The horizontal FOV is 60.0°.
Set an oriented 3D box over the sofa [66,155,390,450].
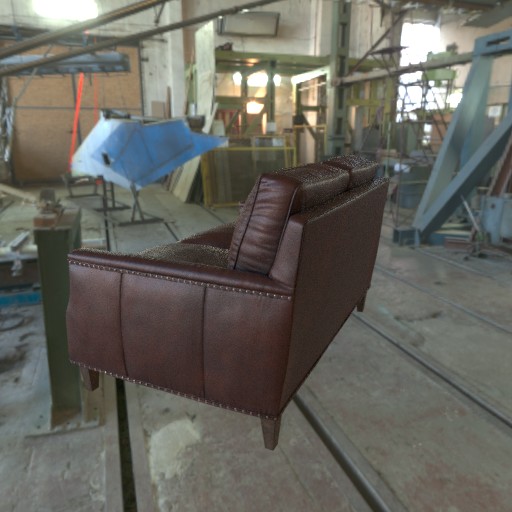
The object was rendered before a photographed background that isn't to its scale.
[{"bbox_3d":[0.000,0.000,2.306,1.083,1.003,1.628,7,17,25],"label":"sofa"}]
